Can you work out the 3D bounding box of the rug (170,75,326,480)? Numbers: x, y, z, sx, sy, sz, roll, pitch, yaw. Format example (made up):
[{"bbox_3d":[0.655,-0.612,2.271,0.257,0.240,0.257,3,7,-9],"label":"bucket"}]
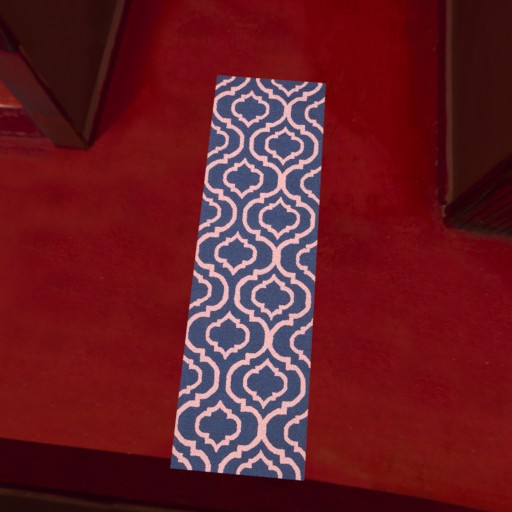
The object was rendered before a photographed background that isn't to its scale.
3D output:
[{"bbox_3d":[0.000,0.000,2.528,0.685,0.006,2.296,5,77,1],"label":"rug"}]
